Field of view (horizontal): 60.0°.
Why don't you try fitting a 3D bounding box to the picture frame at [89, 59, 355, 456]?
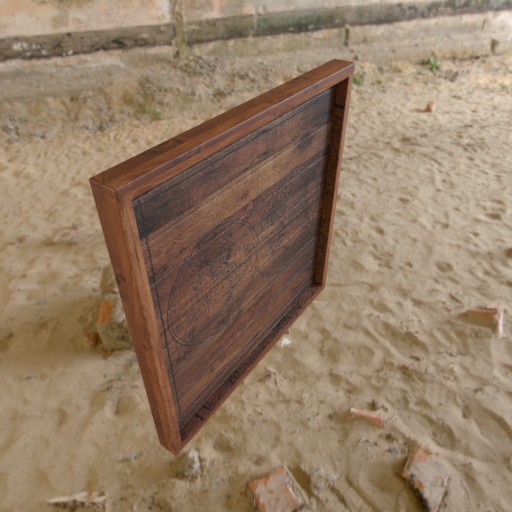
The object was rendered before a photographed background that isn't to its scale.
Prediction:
[{"bbox_3d":[0.000,0.000,0.518,0.028,0.356,0.352,25,45,27],"label":"picture frame"}]
